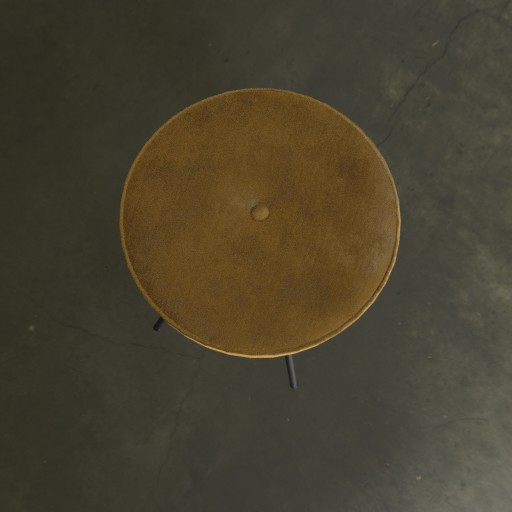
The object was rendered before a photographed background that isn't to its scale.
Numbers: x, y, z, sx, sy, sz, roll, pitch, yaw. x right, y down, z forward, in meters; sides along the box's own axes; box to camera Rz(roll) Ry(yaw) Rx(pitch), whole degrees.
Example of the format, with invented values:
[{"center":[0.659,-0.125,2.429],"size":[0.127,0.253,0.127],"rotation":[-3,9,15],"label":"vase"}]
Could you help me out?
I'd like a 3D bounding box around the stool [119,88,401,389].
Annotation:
[{"center":[0.000,0.000,0.940],"size":[0.438,0.595,0.472],"rotation":[24,77,6],"label":"stool"}]
